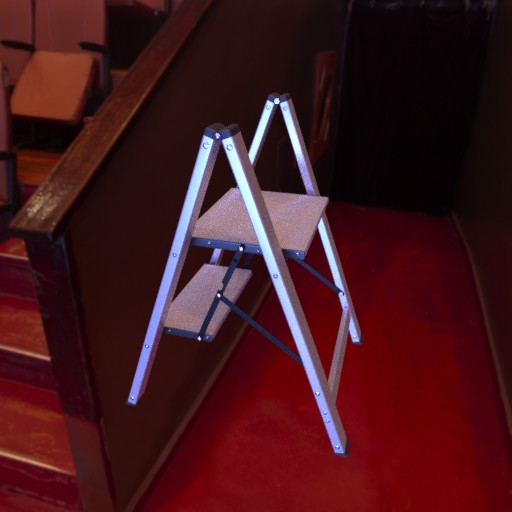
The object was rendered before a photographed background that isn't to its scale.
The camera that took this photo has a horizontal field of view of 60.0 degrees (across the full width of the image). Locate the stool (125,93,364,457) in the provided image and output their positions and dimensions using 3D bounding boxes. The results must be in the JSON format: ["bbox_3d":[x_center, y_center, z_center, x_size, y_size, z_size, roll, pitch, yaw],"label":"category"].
[{"bbox_3d":[0.000,0.000,1.039,0.535,0.670,0.440,8,28,15],"label":"stool"}]
